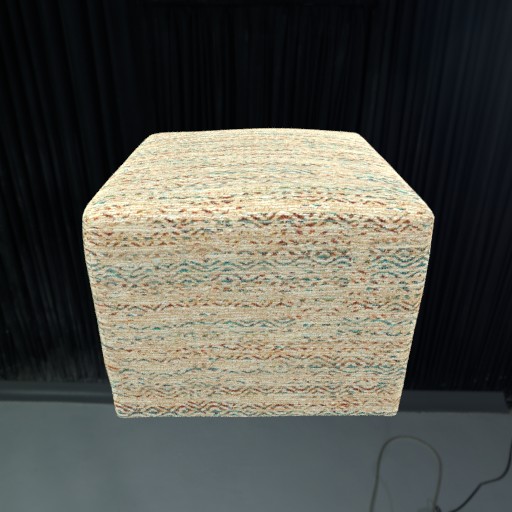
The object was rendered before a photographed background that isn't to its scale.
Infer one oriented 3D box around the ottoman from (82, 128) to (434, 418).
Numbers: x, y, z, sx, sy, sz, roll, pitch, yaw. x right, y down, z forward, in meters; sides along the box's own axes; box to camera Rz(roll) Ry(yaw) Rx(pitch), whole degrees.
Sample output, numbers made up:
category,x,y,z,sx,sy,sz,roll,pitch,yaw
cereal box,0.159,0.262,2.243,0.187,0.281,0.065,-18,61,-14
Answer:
category,x,y,z,sx,sy,sz,roll,pitch,yaw
ottoman,0.000,0.000,0.924,0.512,0.453,0.521,0,28,0
